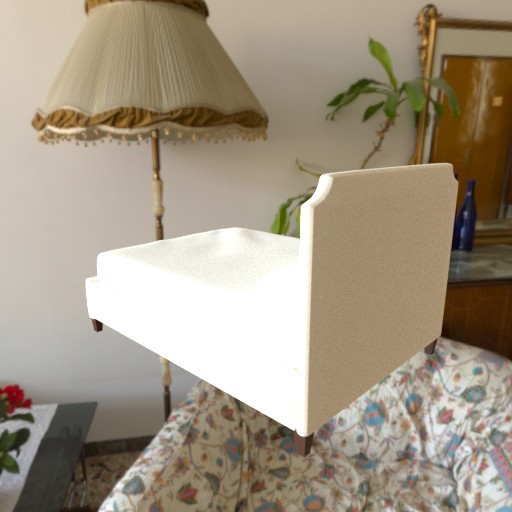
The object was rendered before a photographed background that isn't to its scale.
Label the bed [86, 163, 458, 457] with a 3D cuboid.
[{"bbox_3d":[0.000,0.000,3.428,2.365,1.443,1.712,14,20,42],"label":"bed"}]
